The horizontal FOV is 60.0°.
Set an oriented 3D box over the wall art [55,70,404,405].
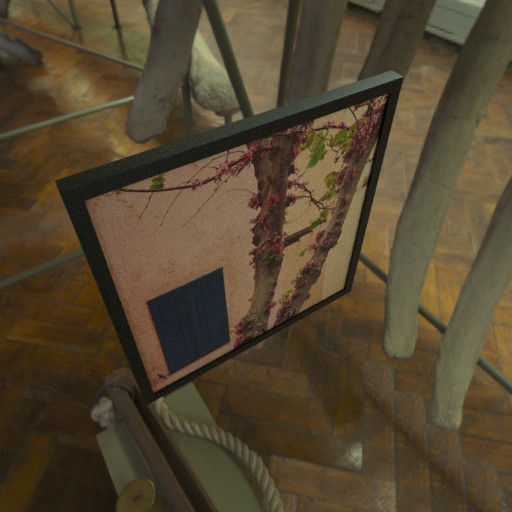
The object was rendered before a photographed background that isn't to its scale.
[{"bbox_3d":[0.000,0.000,1.134,0.762,0.762,0.038,-25,51,-22],"label":"wall art"}]
